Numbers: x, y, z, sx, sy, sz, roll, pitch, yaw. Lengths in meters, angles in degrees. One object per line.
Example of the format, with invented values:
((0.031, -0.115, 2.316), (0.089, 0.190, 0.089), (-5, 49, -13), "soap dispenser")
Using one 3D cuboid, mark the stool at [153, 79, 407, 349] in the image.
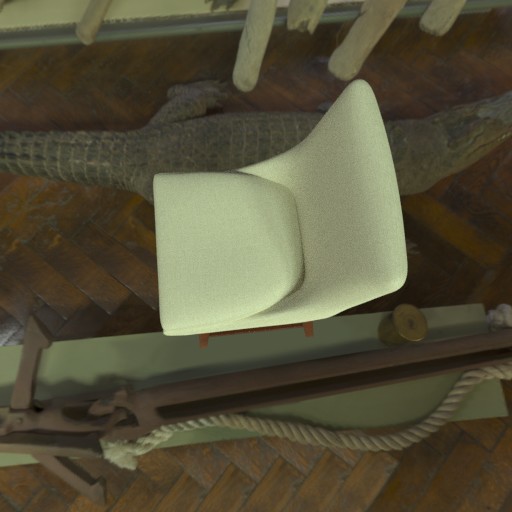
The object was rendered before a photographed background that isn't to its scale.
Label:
((0.000, 0.000, 1.381), (0.559, 1.097, 0.470), (-6, 76, -1), "stool")
